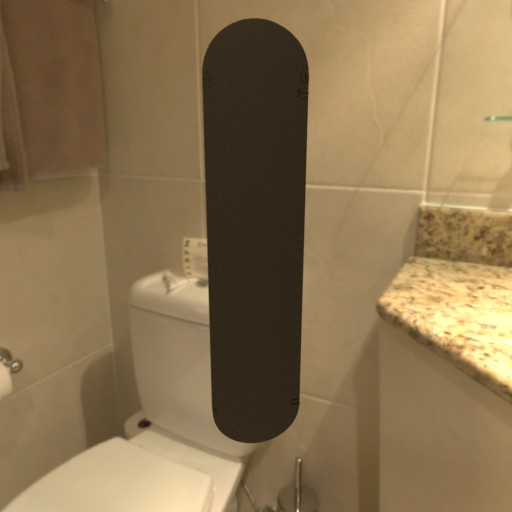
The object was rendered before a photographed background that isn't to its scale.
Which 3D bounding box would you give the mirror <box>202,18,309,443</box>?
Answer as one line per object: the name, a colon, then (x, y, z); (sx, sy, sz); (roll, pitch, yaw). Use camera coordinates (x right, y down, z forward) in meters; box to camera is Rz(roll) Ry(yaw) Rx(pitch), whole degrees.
mirror: (0.000, 0.000, 1.025); (0.222, 0.991, 0.032); (-3, 15, -10)
